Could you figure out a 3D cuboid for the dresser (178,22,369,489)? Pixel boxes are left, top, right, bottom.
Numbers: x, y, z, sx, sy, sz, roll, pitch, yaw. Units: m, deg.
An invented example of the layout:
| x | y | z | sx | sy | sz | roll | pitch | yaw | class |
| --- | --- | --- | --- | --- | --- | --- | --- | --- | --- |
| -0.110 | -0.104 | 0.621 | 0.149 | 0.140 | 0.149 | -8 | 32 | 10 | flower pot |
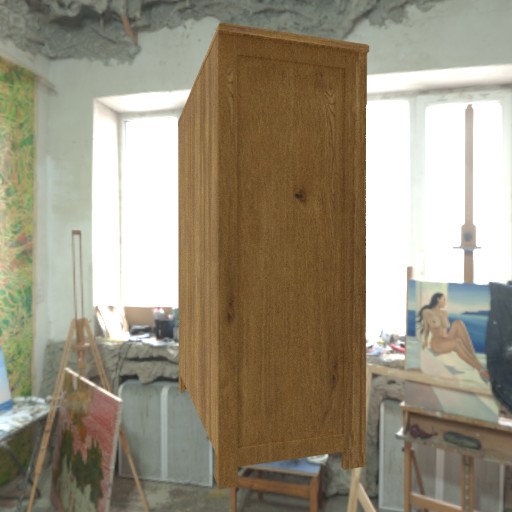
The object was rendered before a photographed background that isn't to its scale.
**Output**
| x | y | z | sx | sy | sz | roll | pitch | yaw | class |
| --- | --- | --- | --- | --- | --- | --- | --- | --- | --- |
| 0.000 | 0.000 | 1.944 | 0.558 | 1.431 | 1.081 | 0 | 1 | -16 | dresser |
